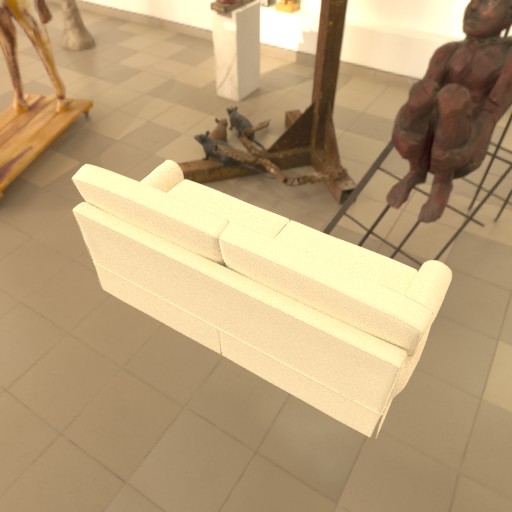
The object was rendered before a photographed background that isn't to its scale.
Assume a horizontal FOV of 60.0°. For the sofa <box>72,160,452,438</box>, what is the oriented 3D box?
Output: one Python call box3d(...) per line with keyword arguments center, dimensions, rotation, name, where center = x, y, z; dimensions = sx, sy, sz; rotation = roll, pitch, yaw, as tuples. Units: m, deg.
box3d(center=(0.000, 0.000, 2.559), dimensions=(2.021, 0.937, 0.862), rotation=(24, 50, 22), name="sofa")
